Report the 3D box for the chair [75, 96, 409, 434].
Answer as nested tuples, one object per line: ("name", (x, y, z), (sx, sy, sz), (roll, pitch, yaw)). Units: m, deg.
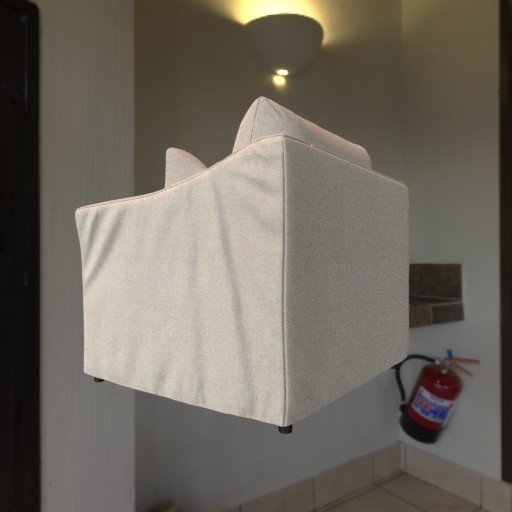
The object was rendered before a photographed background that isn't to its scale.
("chair", (0.000, 0.000, 2.043), (1.071, 1.093, 1.194), (0, 0, 36))
